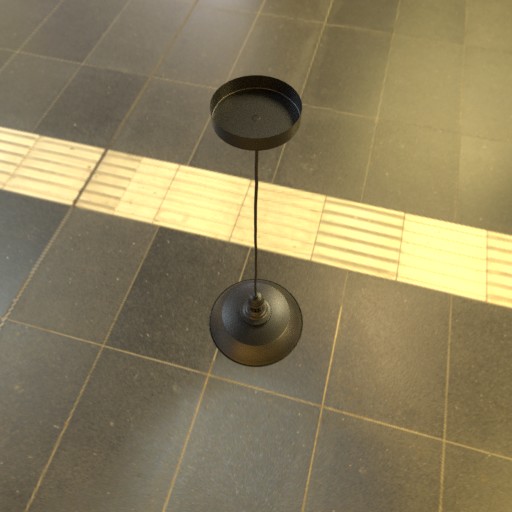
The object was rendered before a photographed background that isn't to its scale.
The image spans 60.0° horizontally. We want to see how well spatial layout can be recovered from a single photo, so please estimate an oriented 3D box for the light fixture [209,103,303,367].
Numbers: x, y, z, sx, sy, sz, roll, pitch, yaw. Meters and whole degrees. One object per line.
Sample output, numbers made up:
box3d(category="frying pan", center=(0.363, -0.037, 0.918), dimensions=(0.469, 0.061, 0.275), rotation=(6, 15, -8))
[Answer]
box3d(category="light fixture", center=(0.000, 0.000, 1.175), dimensions=(0.331, 0.993, 0.331), rotation=(-4, 59, -2))
